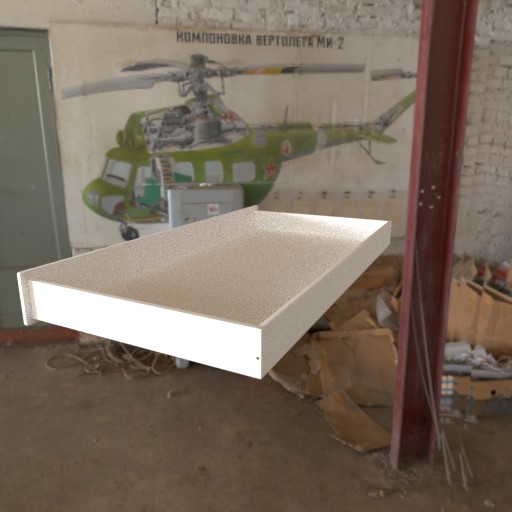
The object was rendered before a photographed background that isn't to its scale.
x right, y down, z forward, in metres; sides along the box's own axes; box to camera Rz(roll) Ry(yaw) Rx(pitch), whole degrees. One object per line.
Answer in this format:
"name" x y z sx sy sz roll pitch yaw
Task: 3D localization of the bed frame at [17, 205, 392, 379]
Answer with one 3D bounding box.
"bed frame" 0.000 0.000 1.529 0.670 0.141 1.300 7 17 26
